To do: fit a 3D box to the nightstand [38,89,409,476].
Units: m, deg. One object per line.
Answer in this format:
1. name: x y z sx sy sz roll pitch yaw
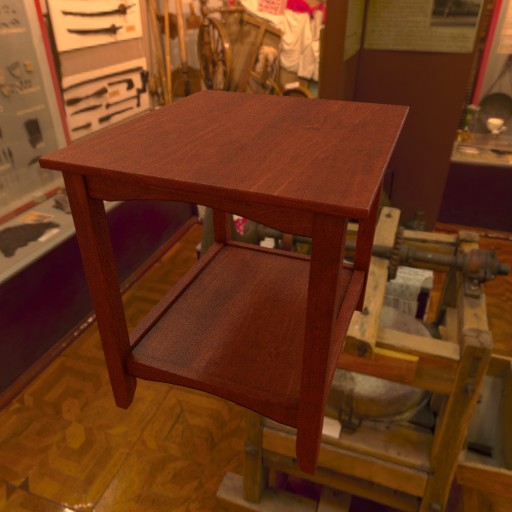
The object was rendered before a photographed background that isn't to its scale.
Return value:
1. nightstand: 0.000 0.000 0.967 0.501 0.558 0.558 11 33 18
